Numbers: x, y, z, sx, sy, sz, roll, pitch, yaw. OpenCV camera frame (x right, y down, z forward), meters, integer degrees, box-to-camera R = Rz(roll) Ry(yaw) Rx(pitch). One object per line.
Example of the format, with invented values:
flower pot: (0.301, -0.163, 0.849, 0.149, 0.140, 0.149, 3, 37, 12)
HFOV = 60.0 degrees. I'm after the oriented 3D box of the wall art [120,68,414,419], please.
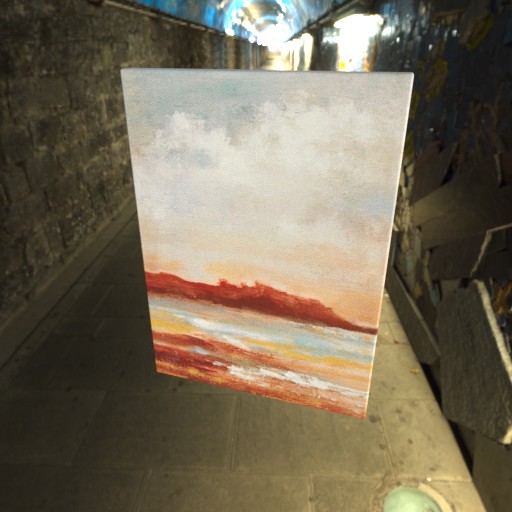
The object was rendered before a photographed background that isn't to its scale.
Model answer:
wall art: (0.000, 0.000, 0.782, 0.443, 0.605, 0.035, 8, 27, 16)
